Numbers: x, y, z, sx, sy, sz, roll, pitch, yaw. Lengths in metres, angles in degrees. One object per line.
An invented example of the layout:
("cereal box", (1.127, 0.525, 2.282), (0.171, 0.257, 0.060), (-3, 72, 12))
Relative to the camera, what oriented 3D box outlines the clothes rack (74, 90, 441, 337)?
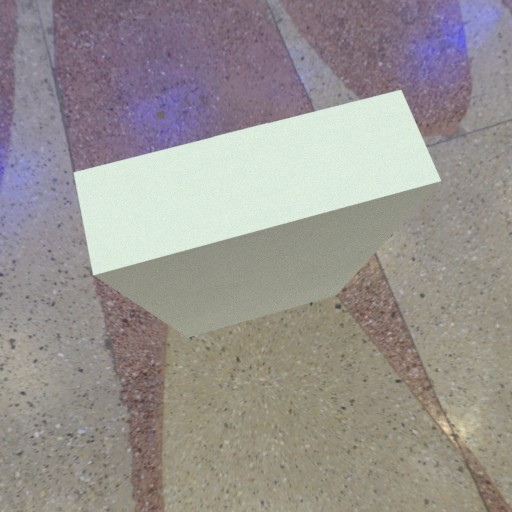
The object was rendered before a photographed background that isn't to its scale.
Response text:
("clothes rack", (0.000, 0.000, 1.564), (0.750, 1.280, 0.250), (-15, 75, -4))
